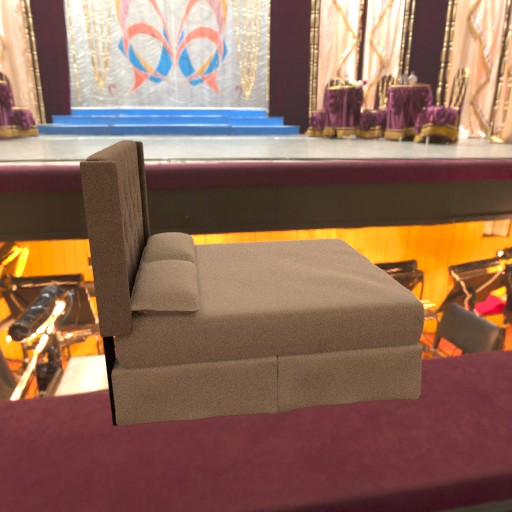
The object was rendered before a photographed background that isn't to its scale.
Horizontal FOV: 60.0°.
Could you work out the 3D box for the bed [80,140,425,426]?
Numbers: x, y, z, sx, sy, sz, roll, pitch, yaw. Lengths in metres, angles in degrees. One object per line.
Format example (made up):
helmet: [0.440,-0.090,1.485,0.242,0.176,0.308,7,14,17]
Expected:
bed: [0.000,0.000,3.399,2.066,1.665,1.719,-3,18,-9]
